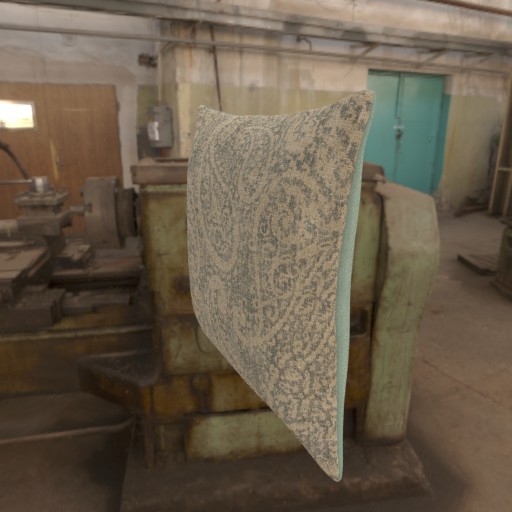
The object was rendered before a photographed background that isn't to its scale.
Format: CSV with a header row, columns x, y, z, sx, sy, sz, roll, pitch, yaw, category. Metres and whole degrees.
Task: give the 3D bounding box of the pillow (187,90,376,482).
x,y,z,sx,sy,sz,roll,pitch,yaw,category
0.000,0.000,0.760,0.166,0.507,0.526,-8,19,-26,pillow
